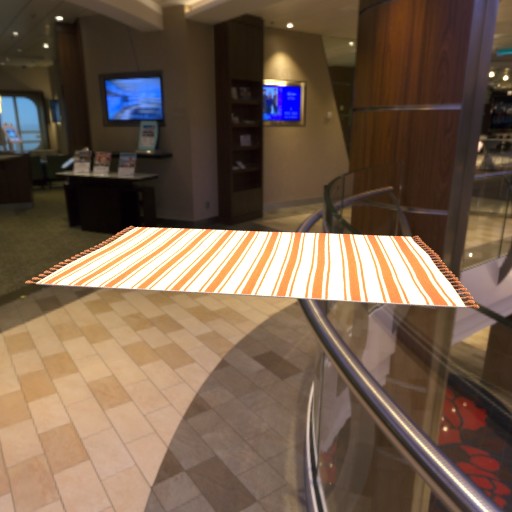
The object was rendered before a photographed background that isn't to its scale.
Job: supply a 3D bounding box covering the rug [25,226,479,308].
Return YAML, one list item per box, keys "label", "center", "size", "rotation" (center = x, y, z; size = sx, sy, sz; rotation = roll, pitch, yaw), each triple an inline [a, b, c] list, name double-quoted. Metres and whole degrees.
- label: "rug"
  center: [0.000, 0.000, 2.572]
  size: [2.092, 0.017, 1.232]
  rotation: [2, 17, 8]
